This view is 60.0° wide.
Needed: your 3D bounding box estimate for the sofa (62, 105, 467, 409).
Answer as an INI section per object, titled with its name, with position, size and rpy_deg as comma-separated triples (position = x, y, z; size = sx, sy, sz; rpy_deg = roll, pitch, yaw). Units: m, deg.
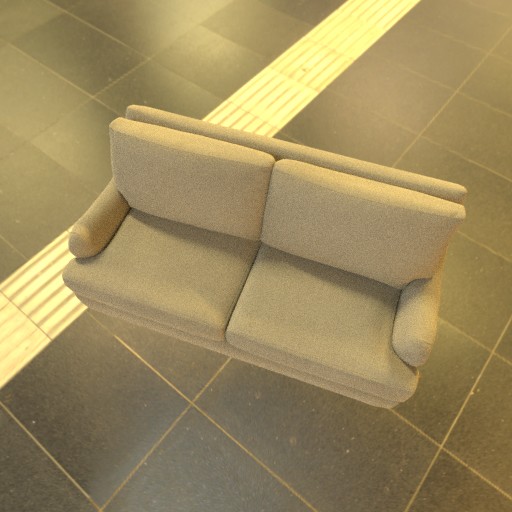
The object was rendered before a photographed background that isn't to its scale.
[sofa]
position = 0.000, 0.000, 2.612
size = 2.070, 0.997, 1.091
rpy_deg = 17, 61, 10
